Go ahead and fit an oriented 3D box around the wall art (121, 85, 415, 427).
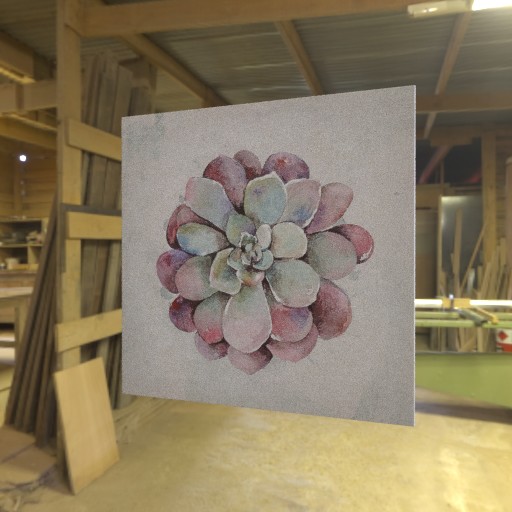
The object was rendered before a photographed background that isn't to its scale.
[{"bbox_3d":[0.000,0.000,0.897,0.605,0.605,0.044,0,0,18],"label":"wall art"}]
